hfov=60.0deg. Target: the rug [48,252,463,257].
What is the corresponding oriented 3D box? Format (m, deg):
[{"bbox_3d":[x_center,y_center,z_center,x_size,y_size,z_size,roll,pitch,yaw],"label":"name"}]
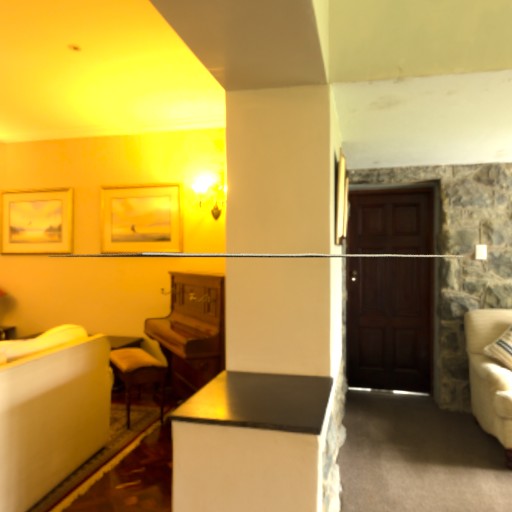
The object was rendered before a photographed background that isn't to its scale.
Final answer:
[{"bbox_3d":[0.000,0.000,4.423,3.357,0.019,2.449,0,0,-36],"label":"rug"}]
